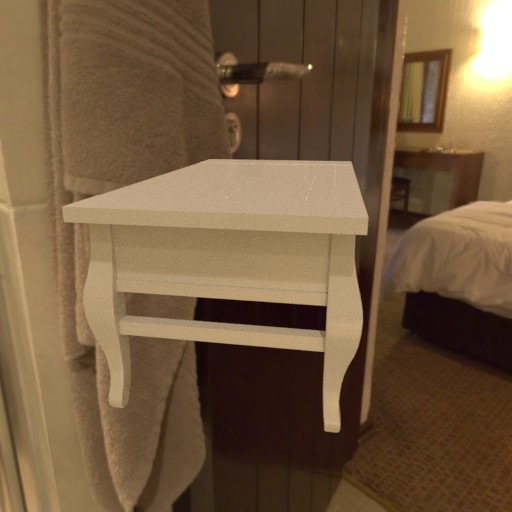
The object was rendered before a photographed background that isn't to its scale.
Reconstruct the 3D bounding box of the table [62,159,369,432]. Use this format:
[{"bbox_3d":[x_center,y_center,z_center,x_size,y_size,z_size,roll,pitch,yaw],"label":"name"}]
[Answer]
[{"bbox_3d":[0.000,0.000,1.389,0.600,0.495,1.062,3,18,10],"label":"table"}]
